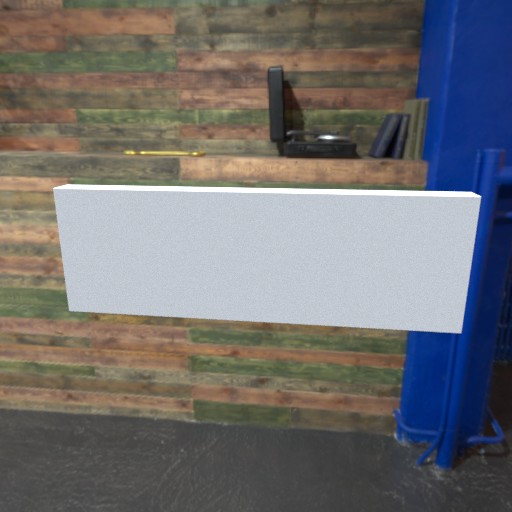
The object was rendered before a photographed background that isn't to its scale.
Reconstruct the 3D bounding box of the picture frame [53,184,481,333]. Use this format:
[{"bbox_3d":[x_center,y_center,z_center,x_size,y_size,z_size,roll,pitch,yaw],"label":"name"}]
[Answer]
[{"bbox_3d":[0.000,0.000,0.840,0.759,0.250,0.050,2,17,7],"label":"picture frame"}]
